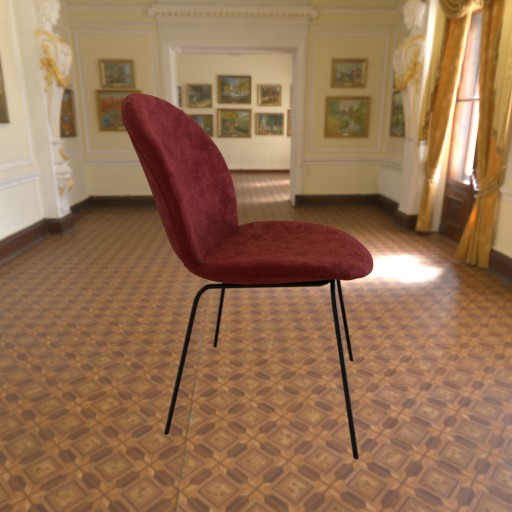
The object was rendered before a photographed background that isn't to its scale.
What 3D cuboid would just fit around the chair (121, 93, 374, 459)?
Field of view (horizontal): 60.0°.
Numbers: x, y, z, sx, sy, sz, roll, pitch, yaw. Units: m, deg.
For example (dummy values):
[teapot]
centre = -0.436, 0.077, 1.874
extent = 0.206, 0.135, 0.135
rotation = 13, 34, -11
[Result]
[chair]
centre = 0.000, 0.000, 1.141
extent = 0.587, 0.791, 0.458
rotation = 3, 17, 10
